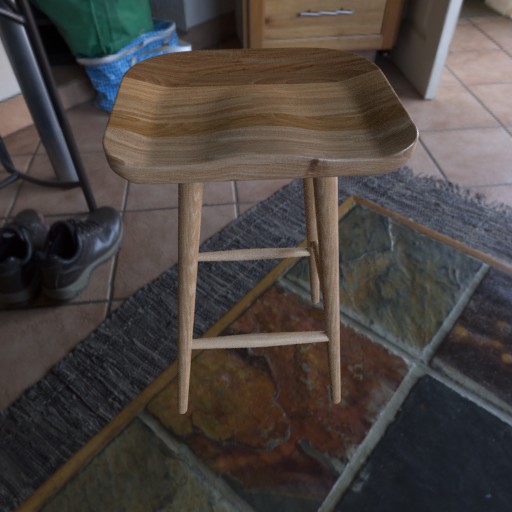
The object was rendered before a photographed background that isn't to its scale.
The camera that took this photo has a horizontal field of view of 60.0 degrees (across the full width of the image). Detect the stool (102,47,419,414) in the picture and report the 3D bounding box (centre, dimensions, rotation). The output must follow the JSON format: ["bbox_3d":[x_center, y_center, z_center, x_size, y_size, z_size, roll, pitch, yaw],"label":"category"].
[{"bbox_3d":[0.000,0.000,0.902,0.407,0.698,0.322,-3,46,-3],"label":"stool"}]
